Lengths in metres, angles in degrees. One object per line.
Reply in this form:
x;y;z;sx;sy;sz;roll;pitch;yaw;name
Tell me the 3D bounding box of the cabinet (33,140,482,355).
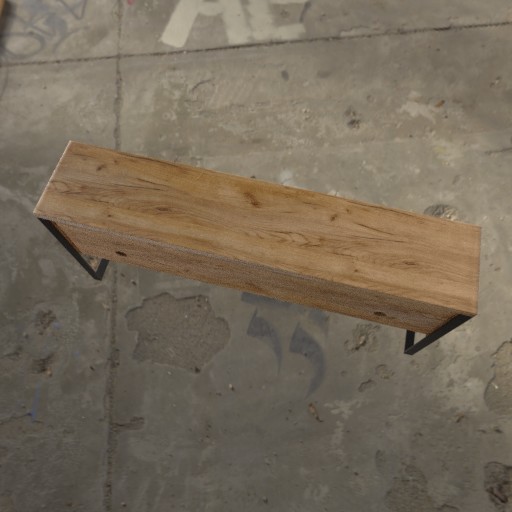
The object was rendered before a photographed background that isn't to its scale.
0.000;0.000;2.165;1.800;0.762;0.395;13;67;6;cabinet
